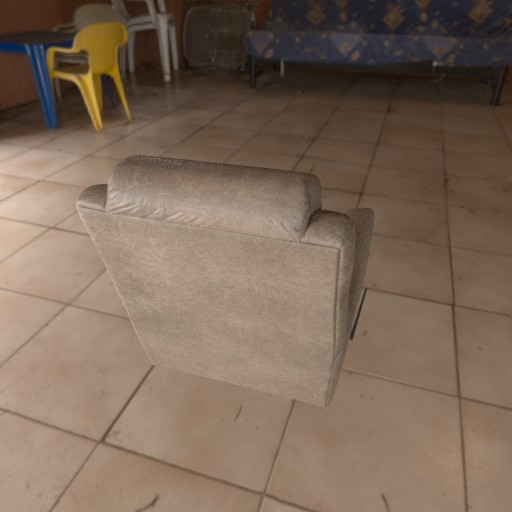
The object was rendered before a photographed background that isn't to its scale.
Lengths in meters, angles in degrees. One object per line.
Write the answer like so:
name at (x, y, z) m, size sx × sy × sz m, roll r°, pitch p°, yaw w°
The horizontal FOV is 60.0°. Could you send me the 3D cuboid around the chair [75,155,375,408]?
chair at (0.000, 0.000, 1.926) m, size 0.967 × 1.116 × 1.068 m, roll 10°, pitch 34°, yaw 15°
